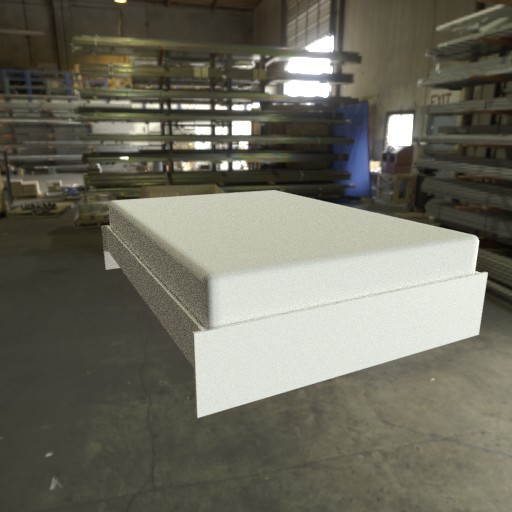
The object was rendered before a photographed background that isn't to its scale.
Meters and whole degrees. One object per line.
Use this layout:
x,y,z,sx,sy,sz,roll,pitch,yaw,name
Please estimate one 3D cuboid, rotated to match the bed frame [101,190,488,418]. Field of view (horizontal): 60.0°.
0.000,0.000,2.612,1.445,0.497,1.945,-8,17,-26,bed frame
